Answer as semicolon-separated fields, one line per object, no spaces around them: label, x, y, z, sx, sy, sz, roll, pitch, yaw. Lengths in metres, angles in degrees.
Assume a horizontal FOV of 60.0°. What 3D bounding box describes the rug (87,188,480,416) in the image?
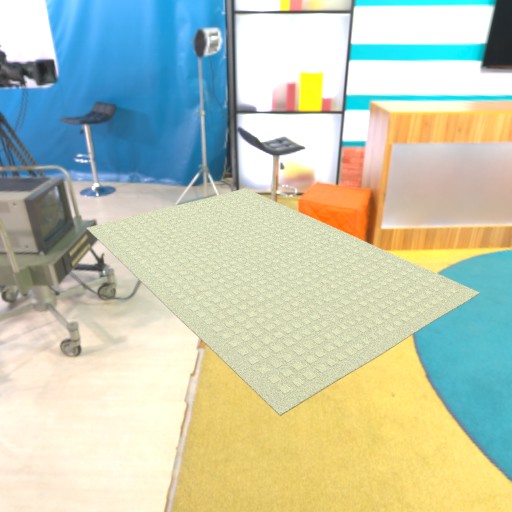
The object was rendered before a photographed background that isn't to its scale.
rug;0.000;0.000;2.251;1.143;0.006;1.747;-19;33;-32
